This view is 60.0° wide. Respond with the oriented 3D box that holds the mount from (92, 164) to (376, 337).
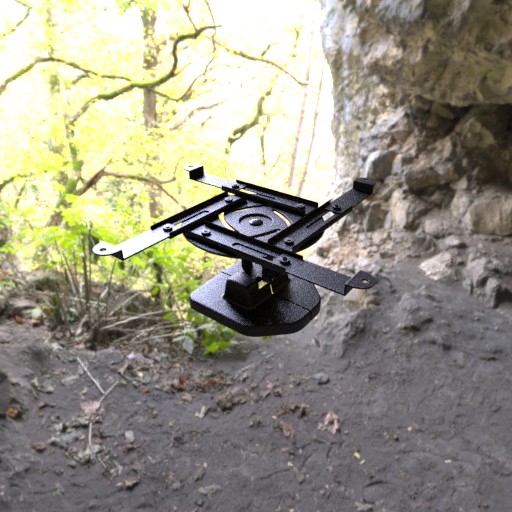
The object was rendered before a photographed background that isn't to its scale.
[{"bbox_3d":[0.000,0.000,0.615,0.394,0.141,0.394,21,36,32],"label":"mount"}]
